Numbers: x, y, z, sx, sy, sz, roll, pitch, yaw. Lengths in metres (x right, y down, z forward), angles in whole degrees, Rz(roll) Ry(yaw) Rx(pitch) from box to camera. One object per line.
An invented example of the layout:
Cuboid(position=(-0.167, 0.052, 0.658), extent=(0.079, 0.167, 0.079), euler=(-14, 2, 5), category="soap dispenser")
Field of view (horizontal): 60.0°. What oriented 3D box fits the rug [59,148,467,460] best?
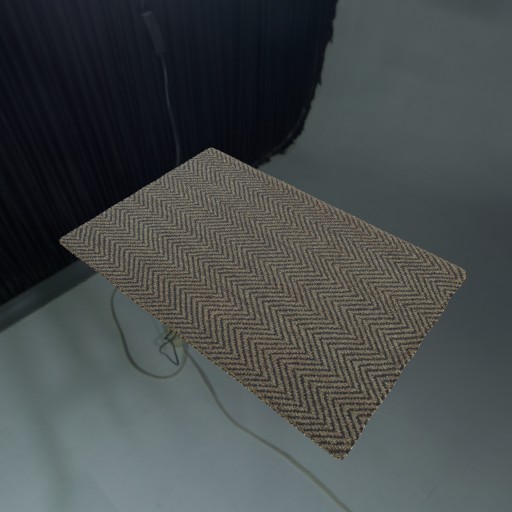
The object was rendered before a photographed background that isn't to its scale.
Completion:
Cuboid(position=(0.000, 0.000, 2.350), extent=(1.828, 0.008, 1.219), euler=(31, 53, 26), category="rug")
